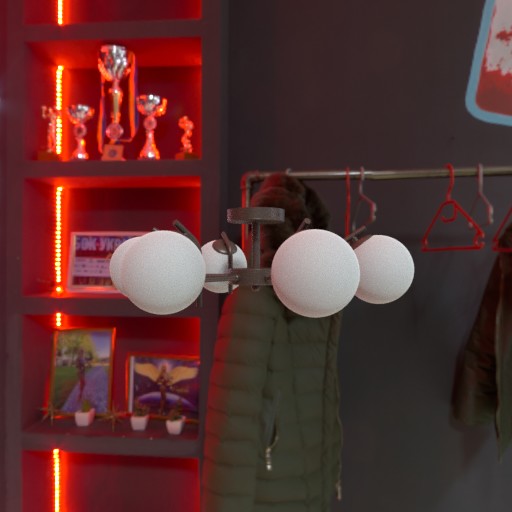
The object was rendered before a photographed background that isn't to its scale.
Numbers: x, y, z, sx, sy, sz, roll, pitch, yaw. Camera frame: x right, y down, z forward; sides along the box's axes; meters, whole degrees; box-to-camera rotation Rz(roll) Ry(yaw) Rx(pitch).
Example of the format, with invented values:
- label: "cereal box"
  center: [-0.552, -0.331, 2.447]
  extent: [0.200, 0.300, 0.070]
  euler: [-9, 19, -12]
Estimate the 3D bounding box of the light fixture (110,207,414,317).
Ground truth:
- label: "light fixture"
  center: [0.000, 0.000, 0.970]
  extent: [0.662, 0.201, 0.662]
  euler: [0, 0, 0]
